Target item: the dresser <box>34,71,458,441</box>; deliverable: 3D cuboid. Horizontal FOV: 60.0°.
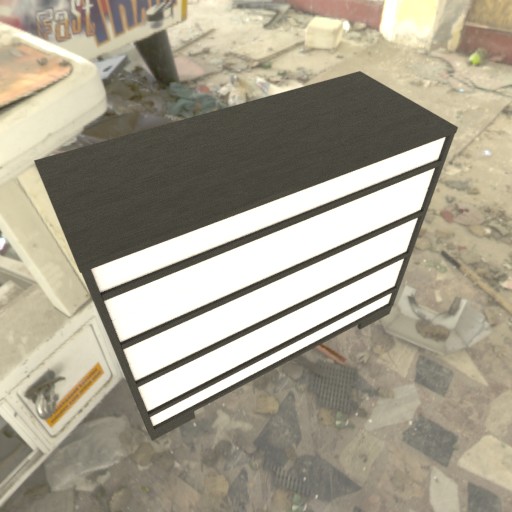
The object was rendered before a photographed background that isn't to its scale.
[{"bbox_3d":[0.000,0.000,1.403,0.994,0.816,0.404,-23,50,-20],"label":"dresser"}]
